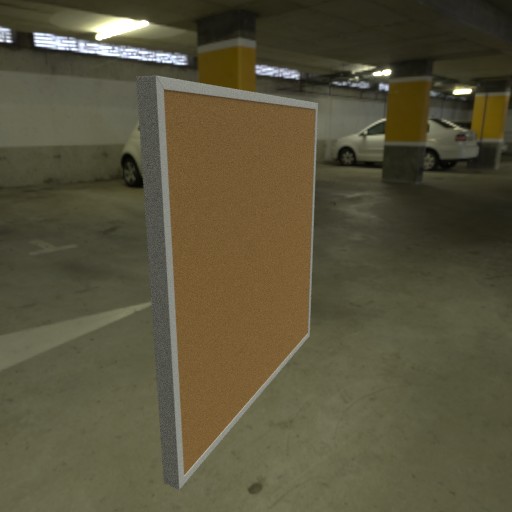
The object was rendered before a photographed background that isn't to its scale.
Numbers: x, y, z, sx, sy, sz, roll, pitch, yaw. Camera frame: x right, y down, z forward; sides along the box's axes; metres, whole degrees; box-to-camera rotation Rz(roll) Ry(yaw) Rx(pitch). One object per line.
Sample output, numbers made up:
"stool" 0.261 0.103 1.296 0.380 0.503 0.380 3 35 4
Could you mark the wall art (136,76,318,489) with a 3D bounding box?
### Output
"wall art" 0.000 0.000 1.109 0.038 0.762 0.762 8 17 25
